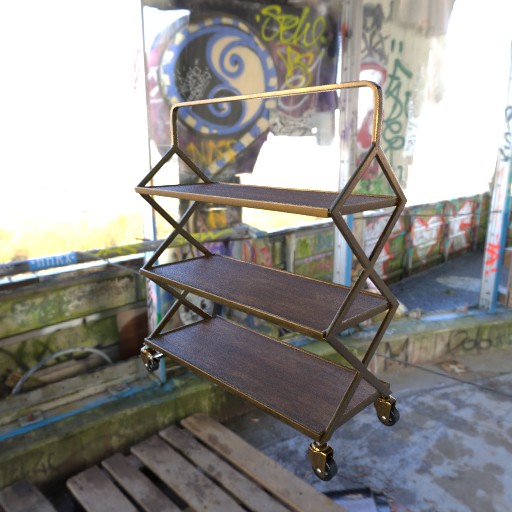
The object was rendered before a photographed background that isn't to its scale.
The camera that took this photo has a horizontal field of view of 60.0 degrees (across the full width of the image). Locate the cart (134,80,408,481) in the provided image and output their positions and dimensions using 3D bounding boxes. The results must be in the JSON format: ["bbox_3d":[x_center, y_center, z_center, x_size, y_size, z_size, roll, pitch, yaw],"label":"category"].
[{"bbox_3d":[0.000,0.000,1.163,0.313,0.805,0.723,-13,19,-43],"label":"cart"}]
